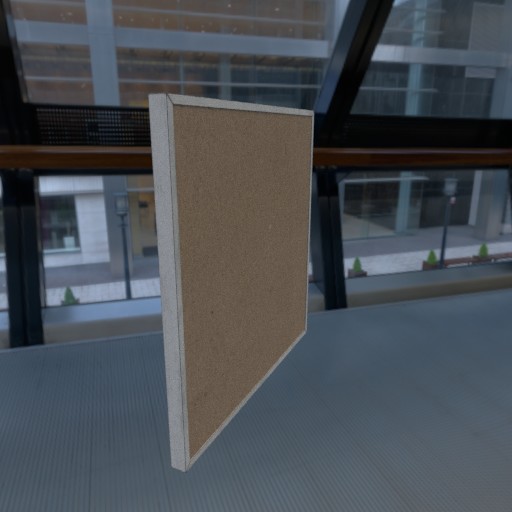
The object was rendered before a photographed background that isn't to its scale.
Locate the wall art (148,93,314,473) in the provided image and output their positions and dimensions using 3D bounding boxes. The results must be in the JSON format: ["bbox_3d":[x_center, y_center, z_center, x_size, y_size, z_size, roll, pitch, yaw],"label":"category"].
[{"bbox_3d":[0.000,0.000,1.178,0.038,0.762,0.762,8,17,25],"label":"wall art"}]
